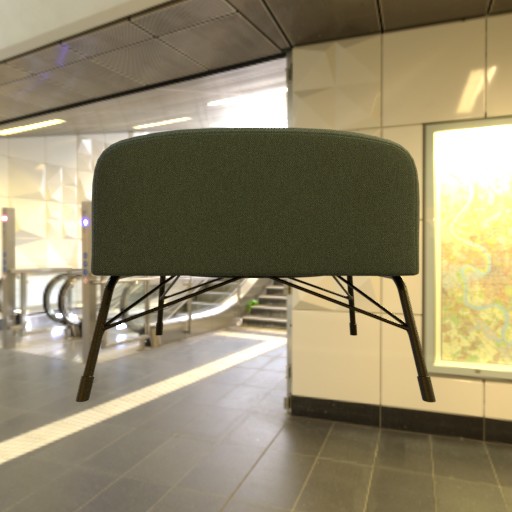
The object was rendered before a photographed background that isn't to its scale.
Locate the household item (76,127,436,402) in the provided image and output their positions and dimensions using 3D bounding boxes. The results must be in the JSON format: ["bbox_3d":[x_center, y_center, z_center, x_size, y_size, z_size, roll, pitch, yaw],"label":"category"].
[{"bbox_3d":[0.000,0.000,0.907,0.530,0.420,0.530,0,1,0],"label":"household item"}]
